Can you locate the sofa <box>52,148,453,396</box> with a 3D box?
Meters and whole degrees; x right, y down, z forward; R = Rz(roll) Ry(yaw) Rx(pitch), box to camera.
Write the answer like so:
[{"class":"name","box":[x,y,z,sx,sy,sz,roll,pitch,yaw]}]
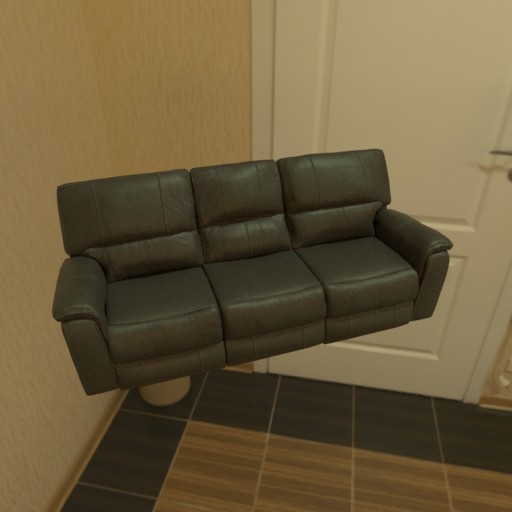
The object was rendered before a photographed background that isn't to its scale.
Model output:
[{"class":"sofa","box":[0.000,0.000,3.177,2.627,1.134,1.104,-9,32,-15]}]
